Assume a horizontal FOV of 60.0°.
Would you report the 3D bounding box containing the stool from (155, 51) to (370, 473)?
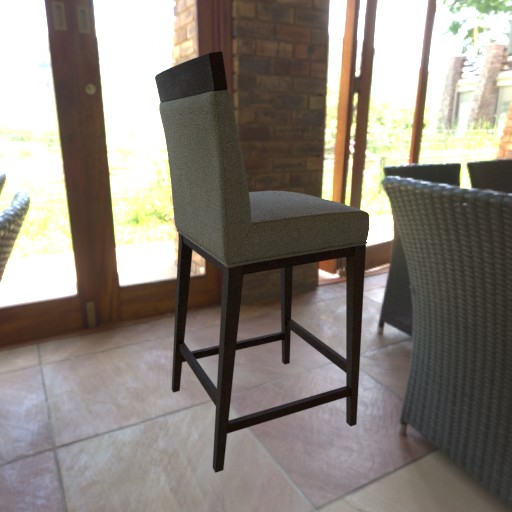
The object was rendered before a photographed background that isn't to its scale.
[{"bbox_3d":[0.000,0.000,1.432,0.531,1.117,0.511,-7,18,-25],"label":"stool"}]
